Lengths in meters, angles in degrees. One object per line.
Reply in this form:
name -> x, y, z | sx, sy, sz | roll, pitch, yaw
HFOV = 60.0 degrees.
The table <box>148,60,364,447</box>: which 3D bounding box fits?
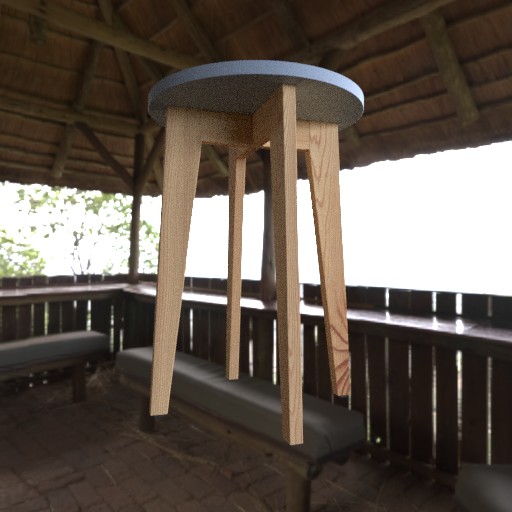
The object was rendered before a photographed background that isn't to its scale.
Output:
table -> 0.000, 0.000, 0.740 | 0.350, 0.500, 0.350 | 0, 0, 0
